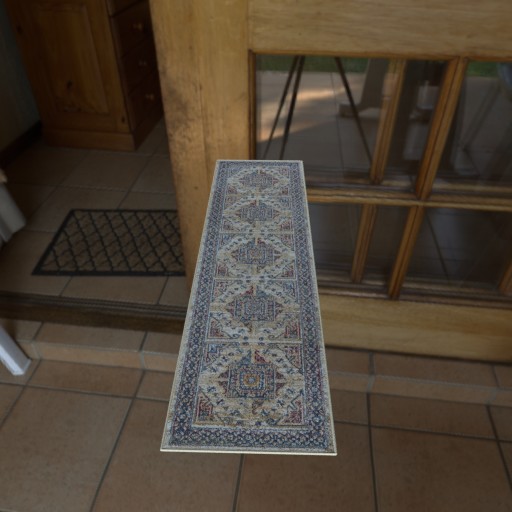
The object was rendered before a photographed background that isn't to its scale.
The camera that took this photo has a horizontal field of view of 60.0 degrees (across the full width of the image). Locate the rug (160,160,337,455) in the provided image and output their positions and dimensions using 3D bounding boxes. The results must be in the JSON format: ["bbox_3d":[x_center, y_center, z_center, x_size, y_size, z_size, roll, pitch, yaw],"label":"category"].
[{"bbox_3d":[0.000,0.000,2.535,0.661,0.013,2.297,1,40,1],"label":"rug"}]
